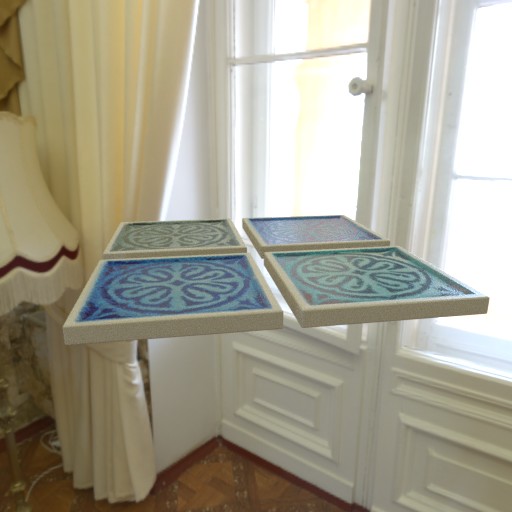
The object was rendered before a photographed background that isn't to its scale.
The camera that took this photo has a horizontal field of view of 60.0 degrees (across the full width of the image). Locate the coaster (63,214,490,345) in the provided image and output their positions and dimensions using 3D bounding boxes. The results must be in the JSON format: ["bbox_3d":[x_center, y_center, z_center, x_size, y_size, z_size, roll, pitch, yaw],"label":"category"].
[{"bbox_3d":[0.000,0.000,0.320,0.214,0.010,0.219,-3,17,-9],"label":"coaster"}]
